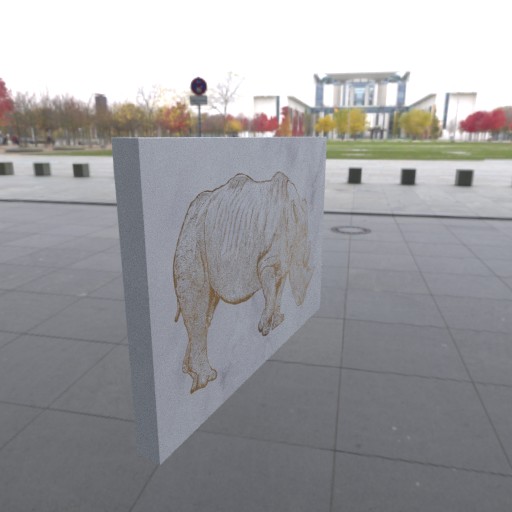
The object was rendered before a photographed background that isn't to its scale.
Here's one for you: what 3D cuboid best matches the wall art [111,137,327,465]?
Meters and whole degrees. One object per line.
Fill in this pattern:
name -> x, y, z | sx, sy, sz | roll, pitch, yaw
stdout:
wall art -> 0.000, 0.000, 0.786 | 0.038, 0.407, 0.609 | 8, 17, 26
